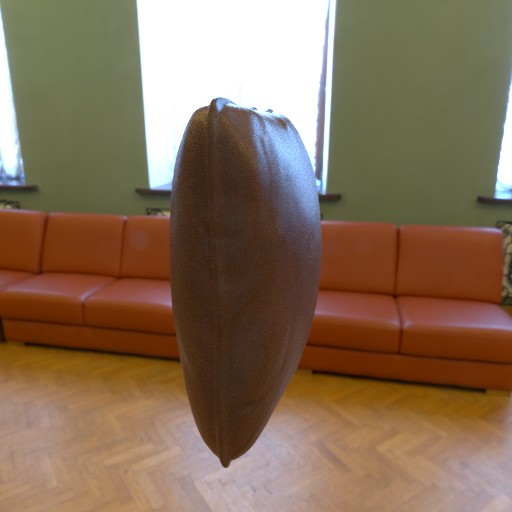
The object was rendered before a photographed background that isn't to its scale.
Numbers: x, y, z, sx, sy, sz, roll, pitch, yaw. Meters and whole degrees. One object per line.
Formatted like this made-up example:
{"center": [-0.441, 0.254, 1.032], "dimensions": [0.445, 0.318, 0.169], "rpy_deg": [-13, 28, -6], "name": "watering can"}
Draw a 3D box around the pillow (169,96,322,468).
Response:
{"center": [0.000, 0.000, 0.807], "dimensions": [0.236, 0.523, 0.532], "rpy_deg": [3, 17, 10], "name": "pillow"}
